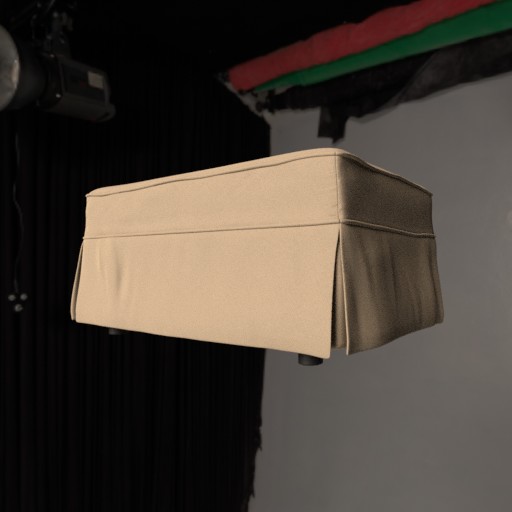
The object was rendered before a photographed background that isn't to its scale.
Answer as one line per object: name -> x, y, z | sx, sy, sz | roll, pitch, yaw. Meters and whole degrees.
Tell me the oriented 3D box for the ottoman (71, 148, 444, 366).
ottoman -> 0.000, 0.000, 1.376 | 0.959, 0.482, 0.721 | -1, -1, 37
